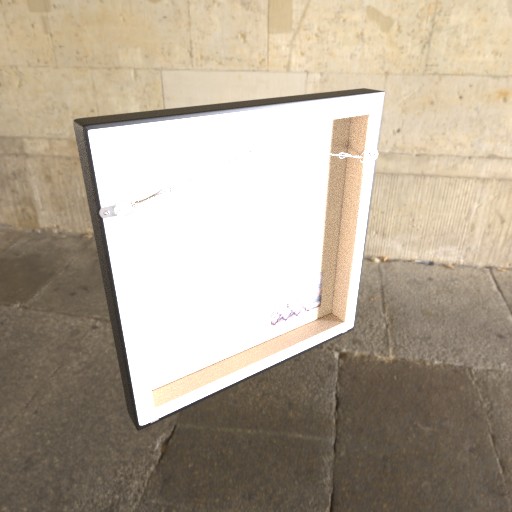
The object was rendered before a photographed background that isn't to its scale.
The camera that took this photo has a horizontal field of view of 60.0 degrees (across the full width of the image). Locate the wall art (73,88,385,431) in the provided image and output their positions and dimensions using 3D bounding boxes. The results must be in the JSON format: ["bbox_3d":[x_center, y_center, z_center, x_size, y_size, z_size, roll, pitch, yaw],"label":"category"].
[{"bbox_3d":[0.000,0.000,0.614,0.406,0.407,0.041,-17,33,-29],"label":"wall art"}]
